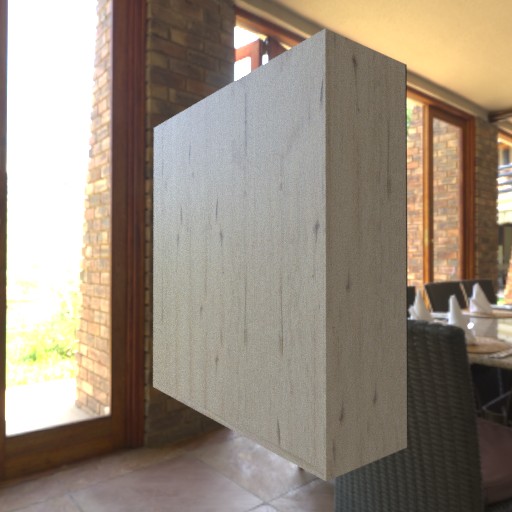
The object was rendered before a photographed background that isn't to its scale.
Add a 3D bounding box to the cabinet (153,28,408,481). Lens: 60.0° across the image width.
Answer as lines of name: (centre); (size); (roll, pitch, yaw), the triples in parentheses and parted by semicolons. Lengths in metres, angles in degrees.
cabinet: (0.000, 0.000, 3.130); (0.660, 2.180, 2.000); (1, -1, -37)
